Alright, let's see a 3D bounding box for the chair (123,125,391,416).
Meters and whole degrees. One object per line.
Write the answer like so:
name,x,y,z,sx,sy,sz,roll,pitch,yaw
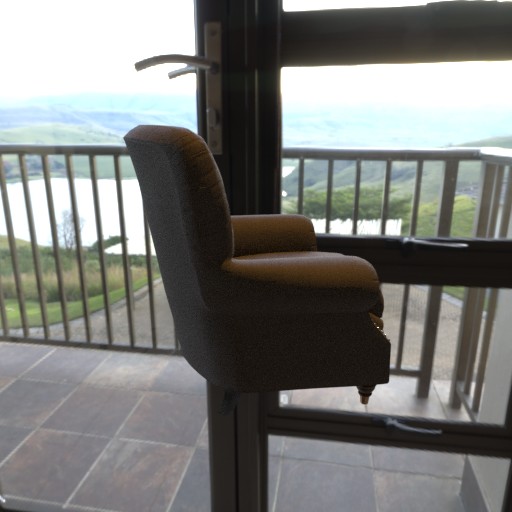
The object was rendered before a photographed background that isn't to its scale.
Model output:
chair,0.000,0.000,1.845,0.983,1.046,0.983,-2,16,-8
